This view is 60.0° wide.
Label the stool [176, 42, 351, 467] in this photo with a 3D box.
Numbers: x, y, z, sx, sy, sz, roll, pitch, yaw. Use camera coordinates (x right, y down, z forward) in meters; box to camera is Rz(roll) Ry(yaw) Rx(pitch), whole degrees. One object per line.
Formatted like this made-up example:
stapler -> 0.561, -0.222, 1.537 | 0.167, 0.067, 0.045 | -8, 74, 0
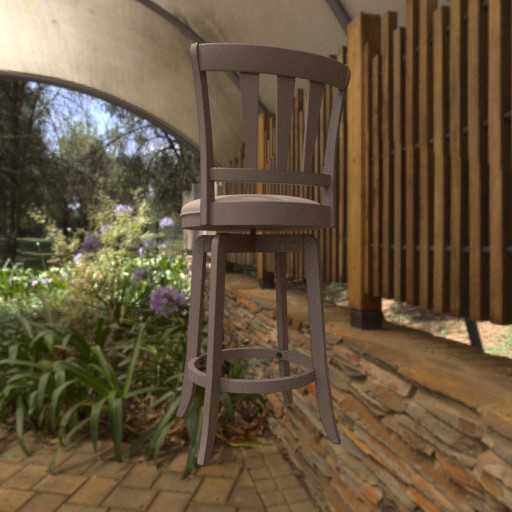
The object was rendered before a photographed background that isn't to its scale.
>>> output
stool -> 0.000, 0.000, 1.275 | 0.436, 1.023, 0.475 | 0, 1, -19
